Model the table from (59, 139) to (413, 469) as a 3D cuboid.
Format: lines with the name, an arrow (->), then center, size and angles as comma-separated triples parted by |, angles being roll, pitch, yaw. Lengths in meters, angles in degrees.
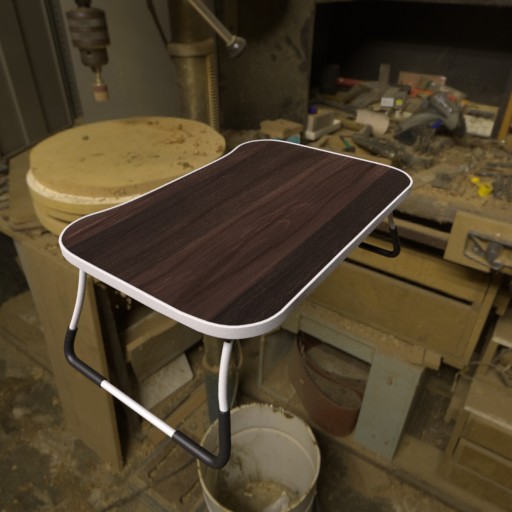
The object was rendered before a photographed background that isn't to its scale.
table -> 0.000, 0.000, 0.849 | 0.400, 0.232, 0.660 | 22, 39, 29
